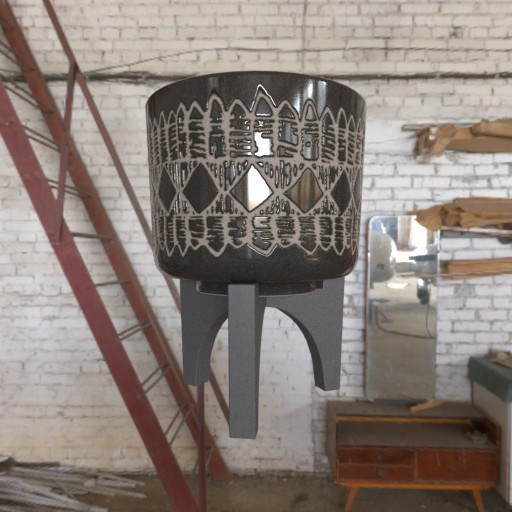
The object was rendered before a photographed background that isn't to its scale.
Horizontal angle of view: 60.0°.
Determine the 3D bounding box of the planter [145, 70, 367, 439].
[{"bbox_3d":[0.000,0.000,0.407,0.196,0.264,0.196,1,2,37],"label":"planter"}]
